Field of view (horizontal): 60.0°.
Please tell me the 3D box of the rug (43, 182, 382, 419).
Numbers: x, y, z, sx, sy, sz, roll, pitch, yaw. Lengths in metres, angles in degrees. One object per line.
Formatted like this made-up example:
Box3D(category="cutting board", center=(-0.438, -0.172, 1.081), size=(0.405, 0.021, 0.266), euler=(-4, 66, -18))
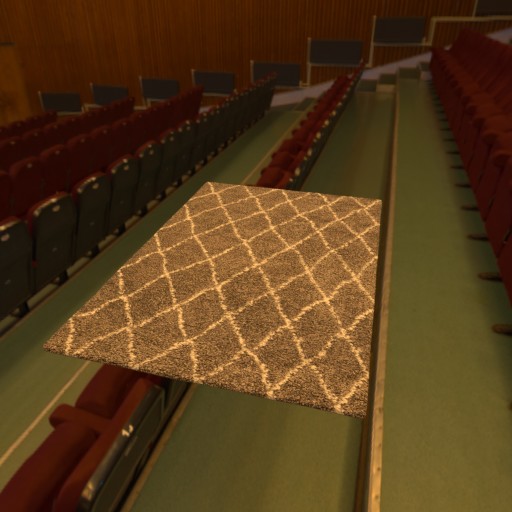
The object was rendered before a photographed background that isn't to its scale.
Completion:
Box3D(category="rug", center=(0.000, 0.000, 2.297), size=(1.219, 0.030, 1.778), euler=(8, 32, 13))
